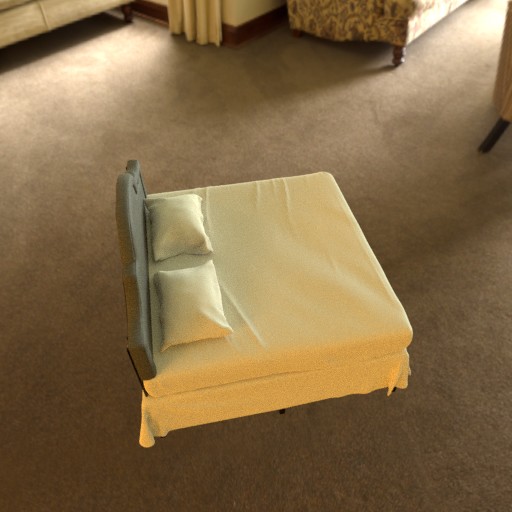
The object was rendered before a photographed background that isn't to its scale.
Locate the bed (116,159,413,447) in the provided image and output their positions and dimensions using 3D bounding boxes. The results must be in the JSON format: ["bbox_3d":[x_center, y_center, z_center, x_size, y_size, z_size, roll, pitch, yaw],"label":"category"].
[{"bbox_3d":[0.000,0.000,3.719,2.222,1.631,2.303,-8,48,-8],"label":"bed"}]
